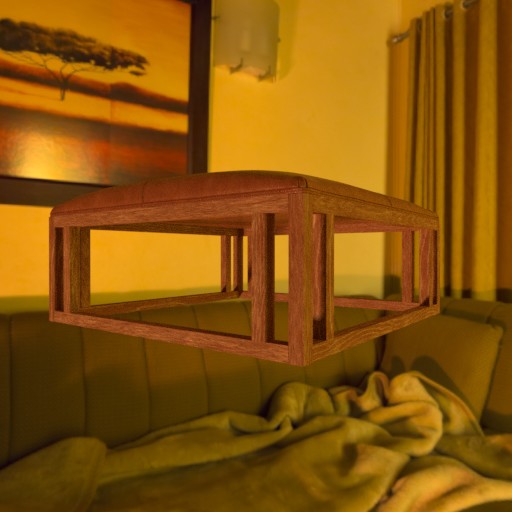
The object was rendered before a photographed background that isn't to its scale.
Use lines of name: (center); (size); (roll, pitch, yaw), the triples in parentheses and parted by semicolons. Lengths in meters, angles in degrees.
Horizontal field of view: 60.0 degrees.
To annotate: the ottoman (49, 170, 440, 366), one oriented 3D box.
ottoman: (0.000, 0.000, 1.605); (1.013, 0.442, 1.016); (0, 0, 37)
